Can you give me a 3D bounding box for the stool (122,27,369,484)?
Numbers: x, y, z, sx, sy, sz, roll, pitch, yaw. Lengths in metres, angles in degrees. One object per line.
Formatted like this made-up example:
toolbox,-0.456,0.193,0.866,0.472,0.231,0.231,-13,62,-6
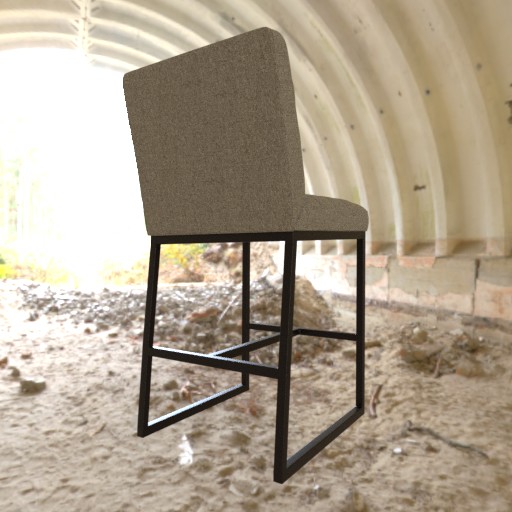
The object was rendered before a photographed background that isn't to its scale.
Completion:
stool,0.000,0.000,1.225,0.460,0.940,0.560,0,0,34
